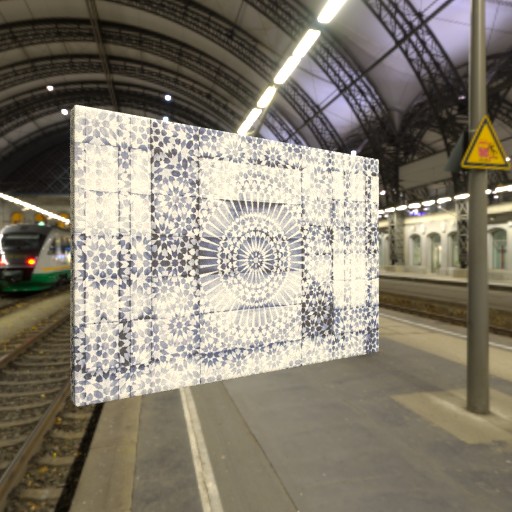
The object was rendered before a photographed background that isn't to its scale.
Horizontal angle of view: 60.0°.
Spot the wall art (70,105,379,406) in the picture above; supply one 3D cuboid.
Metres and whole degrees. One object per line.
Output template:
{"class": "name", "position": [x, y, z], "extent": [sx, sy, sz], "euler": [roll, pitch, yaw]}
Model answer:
{"class": "wall art", "position": [0.000, 0.000, 0.777], "extent": [0.608, 0.406, 0.030], "euler": [0, 0, -34]}
